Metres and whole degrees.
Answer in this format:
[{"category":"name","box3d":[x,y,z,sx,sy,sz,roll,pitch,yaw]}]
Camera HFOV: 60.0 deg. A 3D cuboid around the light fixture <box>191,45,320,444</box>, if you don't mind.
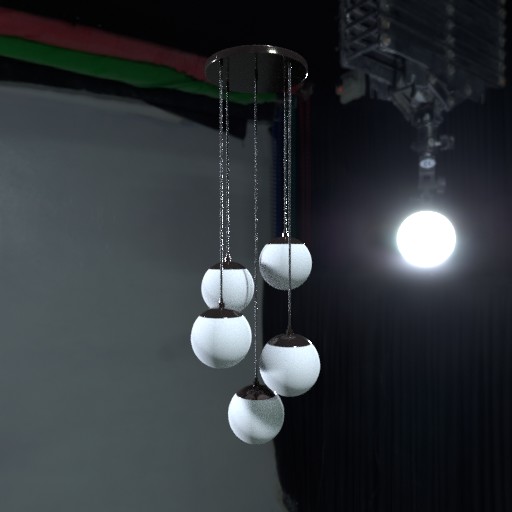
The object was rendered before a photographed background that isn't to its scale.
[{"category":"light fixture","box3d":[0.000,0.000,1.505,0.489,1.271,0.484,0,1,-35]}]
